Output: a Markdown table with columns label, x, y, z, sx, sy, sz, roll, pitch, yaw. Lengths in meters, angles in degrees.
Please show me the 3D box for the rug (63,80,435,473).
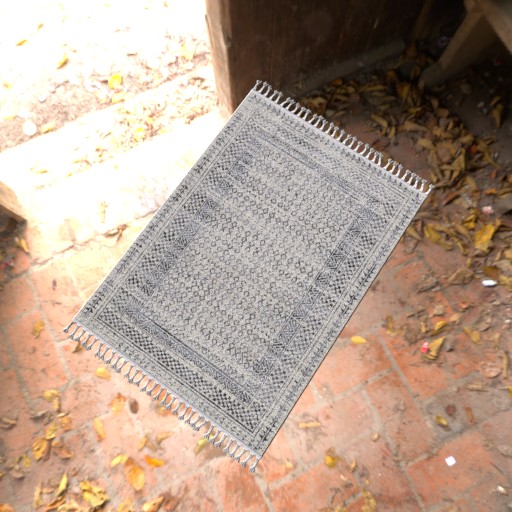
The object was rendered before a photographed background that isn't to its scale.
| label | x | y | z | sx | sy | sz | roll | pitch | yaw |
| --- | --- | --- | --- | --- | --- | --- | --- | --- | --- |
| rug | 0.000 | 0.000 | 2.447 | 1.243 | 0.013 | 1.872 | 34 | 79 | 8 |
